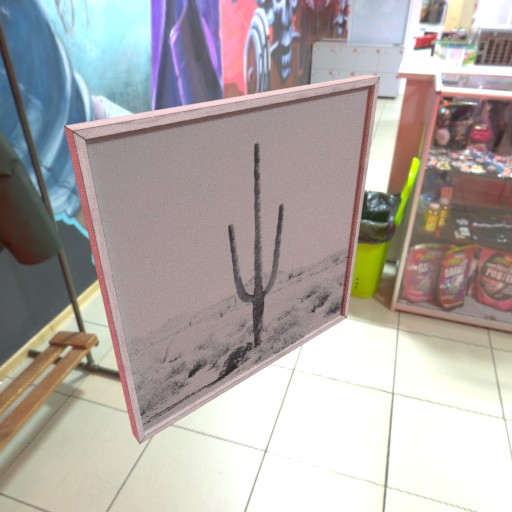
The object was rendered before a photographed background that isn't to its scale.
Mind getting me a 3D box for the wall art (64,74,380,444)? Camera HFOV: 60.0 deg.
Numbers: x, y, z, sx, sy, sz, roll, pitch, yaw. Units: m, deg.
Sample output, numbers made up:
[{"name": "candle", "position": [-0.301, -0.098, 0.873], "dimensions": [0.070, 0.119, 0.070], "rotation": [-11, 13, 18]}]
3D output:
[{"name": "wall art", "position": [0.000, 0.000, 1.100], "dimensions": [0.762, 0.762, 0.038], "rotation": [-23, 38, -33]}]
